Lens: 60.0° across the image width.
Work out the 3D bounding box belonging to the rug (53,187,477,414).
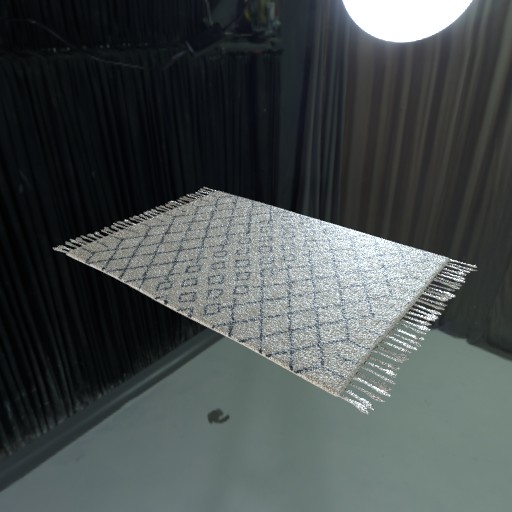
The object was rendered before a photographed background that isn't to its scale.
[{"bbox_3d":[0.000,0.000,3.183,2.615,0.029,1.664,21,35,33],"label":"rug"}]
